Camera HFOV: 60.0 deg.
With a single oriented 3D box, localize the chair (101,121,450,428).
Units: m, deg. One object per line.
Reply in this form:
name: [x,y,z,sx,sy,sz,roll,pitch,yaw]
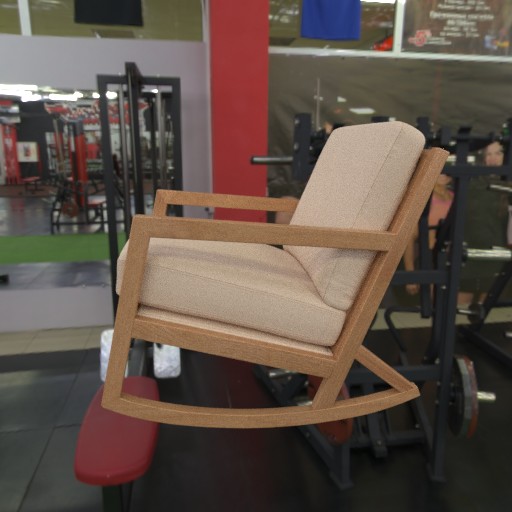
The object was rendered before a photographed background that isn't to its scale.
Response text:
chair: [0.000,0.000,1.385,0.857,0.790,0.622,-2,14,-7]
